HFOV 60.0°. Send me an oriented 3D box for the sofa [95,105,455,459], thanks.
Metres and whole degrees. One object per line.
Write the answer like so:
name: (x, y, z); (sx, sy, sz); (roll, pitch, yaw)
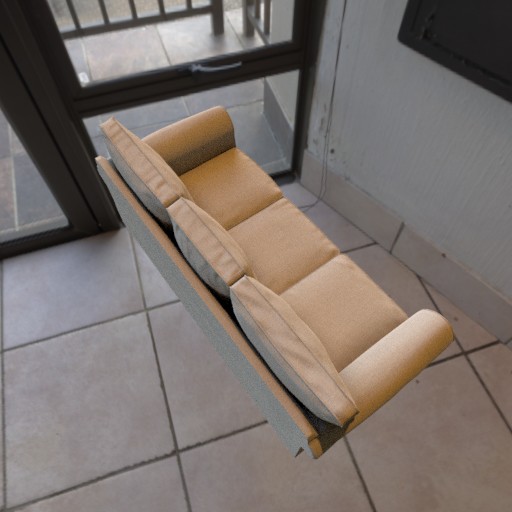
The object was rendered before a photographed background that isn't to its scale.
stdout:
sofa: (0.000, 0.000, 2.563); (0.916, 0.961, 2.084); (-32, 64, -18)
